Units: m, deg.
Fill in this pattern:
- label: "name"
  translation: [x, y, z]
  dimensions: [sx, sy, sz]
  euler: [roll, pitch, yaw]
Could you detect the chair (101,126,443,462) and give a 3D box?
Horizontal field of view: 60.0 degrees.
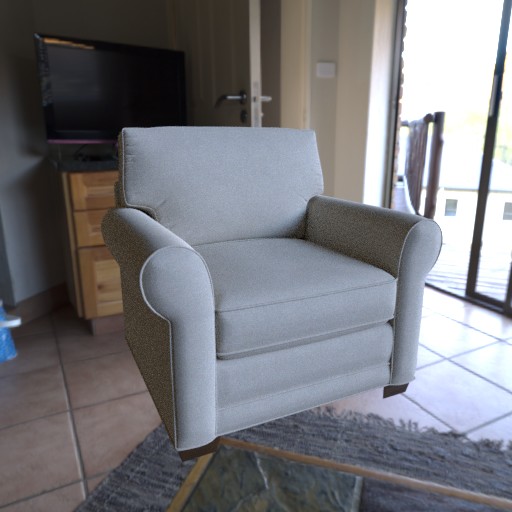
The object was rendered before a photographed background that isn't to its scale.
- label: "chair"
  translation: [0.000, 0.000, 1.687]
  dimensions: [1.040, 0.955, 0.863]
  euler: [-7, 16, -25]
